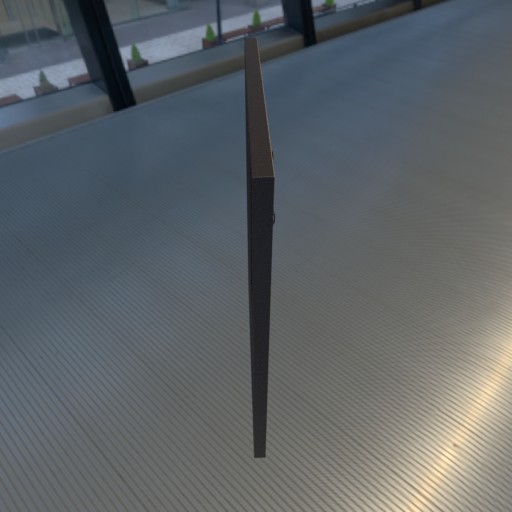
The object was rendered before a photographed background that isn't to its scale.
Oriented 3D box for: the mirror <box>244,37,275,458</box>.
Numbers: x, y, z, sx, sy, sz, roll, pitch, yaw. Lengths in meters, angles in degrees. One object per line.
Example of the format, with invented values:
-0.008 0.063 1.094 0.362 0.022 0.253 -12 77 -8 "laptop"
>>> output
0.000 0.000 1.337 0.041 1.016 0.762 -1 42 -2 "mirror"
